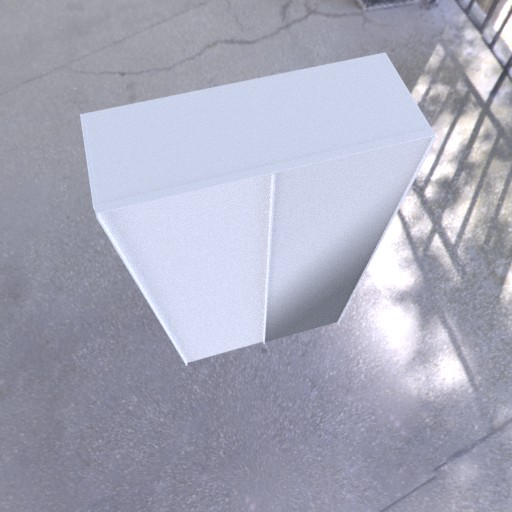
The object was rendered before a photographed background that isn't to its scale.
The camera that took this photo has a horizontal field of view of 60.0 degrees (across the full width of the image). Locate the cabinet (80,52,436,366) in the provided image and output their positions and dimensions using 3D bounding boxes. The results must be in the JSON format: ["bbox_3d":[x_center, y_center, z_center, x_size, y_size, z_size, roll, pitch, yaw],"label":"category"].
[{"bbox_3d":[0.000,0.000,2.611,1.250,2.160,0.480,-14,64,-7],"label":"cabinet"}]
